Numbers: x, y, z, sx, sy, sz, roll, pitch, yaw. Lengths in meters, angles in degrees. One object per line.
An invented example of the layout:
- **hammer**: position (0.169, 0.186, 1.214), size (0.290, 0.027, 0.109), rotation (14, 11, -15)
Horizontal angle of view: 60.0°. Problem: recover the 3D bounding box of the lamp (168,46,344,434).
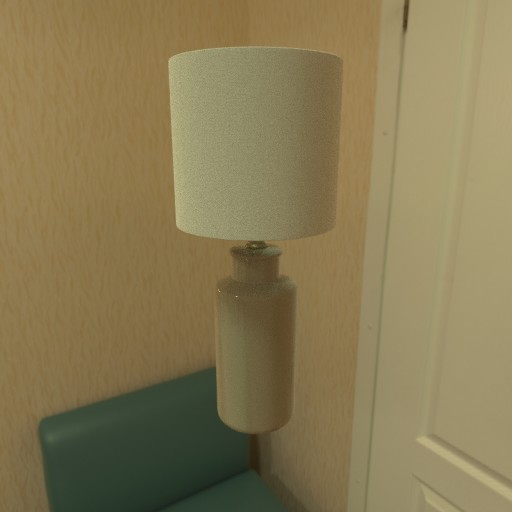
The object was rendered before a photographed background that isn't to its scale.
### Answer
- **lamp**: position (0.000, 0.000, 0.611), size (0.212, 0.493, 0.212), rotation (7, 17, 25)
